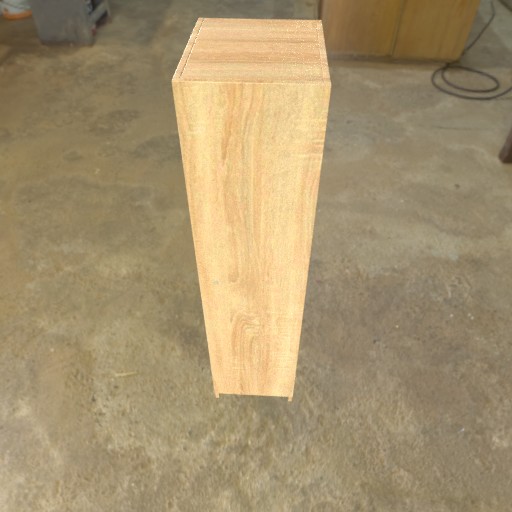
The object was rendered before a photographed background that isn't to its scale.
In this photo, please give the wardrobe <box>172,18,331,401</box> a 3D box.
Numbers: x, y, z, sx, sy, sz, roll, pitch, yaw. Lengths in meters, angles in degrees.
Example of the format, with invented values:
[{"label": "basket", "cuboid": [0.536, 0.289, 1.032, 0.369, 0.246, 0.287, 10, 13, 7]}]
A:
[{"label": "wardrobe", "cuboid": [0.000, 0.000, 2.327, 0.496, 2.117, 0.588, 2, 45, 2]}]
